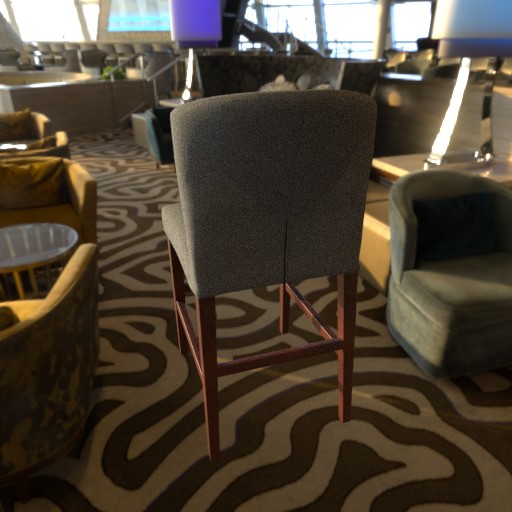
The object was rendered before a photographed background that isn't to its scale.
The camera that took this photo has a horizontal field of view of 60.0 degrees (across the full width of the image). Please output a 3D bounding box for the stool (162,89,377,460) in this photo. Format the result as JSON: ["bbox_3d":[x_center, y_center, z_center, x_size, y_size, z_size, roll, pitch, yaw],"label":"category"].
[{"bbox_3d":[0.000,0.000,1.310,0.479,0.968,0.568,-8,27,-17],"label":"stool"}]
